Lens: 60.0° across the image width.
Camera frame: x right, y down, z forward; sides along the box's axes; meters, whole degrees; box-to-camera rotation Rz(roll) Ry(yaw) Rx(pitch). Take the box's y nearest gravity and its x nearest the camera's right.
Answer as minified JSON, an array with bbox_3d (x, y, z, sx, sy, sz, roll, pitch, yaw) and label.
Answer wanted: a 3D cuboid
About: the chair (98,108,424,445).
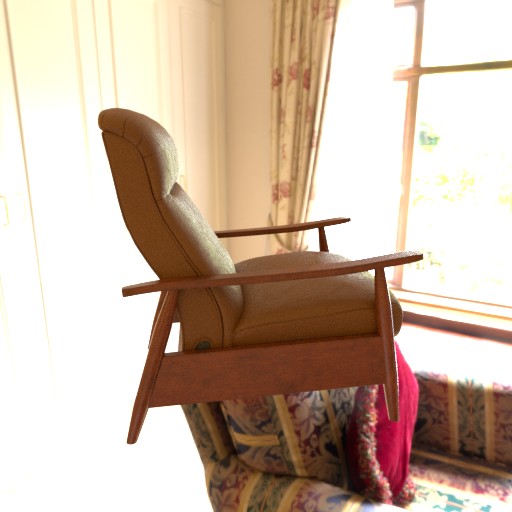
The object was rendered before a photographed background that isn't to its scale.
[{"bbox_3d":[0.000,0.000,1.760,1.014,1.082,0.762,-2,15,-7],"label":"chair"}]
